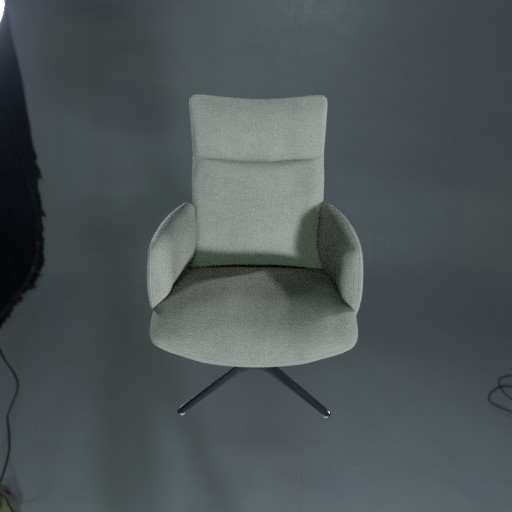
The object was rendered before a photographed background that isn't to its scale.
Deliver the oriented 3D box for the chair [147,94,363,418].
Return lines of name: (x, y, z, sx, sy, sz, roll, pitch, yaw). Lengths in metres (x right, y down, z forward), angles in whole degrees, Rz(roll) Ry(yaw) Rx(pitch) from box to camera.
chair: (0.000, 0.000, 1.657, 0.711, 1.016, 0.889, 1, 30, 1)
